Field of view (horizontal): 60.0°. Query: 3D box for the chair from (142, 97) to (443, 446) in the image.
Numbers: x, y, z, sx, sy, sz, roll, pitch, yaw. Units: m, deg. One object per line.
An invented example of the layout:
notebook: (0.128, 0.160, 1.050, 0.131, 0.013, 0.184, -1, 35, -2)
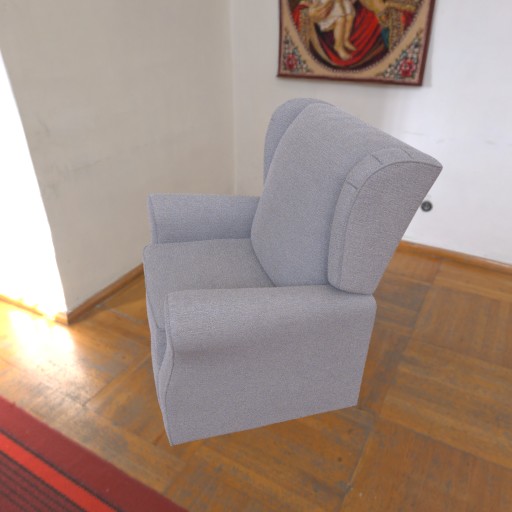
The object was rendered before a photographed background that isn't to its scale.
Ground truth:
chair: (0.000, 0.000, 1.646, 0.854, 0.966, 0.906, -8, 32, -13)
